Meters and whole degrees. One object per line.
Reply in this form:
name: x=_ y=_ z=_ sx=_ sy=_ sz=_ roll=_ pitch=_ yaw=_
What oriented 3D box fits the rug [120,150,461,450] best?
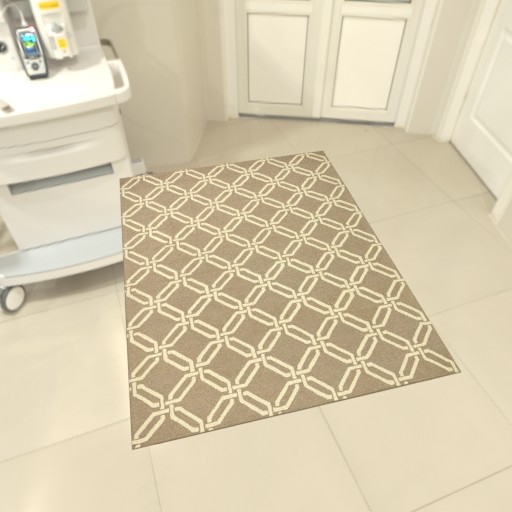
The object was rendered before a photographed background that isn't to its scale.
rug: x=0.000 y=0.000 z=3.917 sx=2.288 sy=0.018 sz=2.895 roll=-10 pitch=47 yaw=-9
